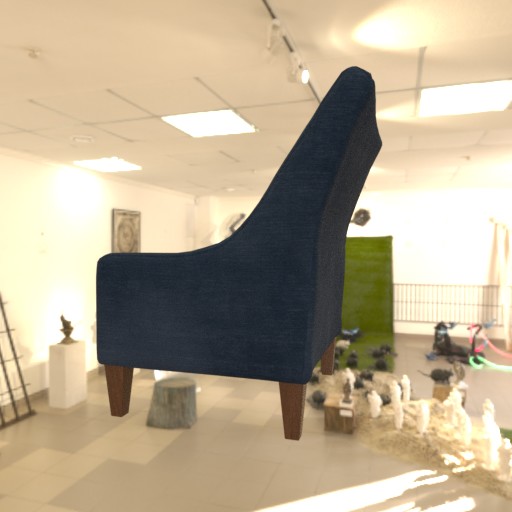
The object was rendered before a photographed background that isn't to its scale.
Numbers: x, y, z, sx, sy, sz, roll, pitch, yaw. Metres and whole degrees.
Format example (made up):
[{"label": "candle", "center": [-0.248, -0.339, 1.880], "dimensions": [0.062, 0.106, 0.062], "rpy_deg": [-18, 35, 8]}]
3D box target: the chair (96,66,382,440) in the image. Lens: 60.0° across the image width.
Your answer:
[{"label": "chair", "center": [0.000, 0.000, 1.628], "dimensions": [0.870, 1.014, 0.774], "rpy_deg": [0, 1, 17]}]
